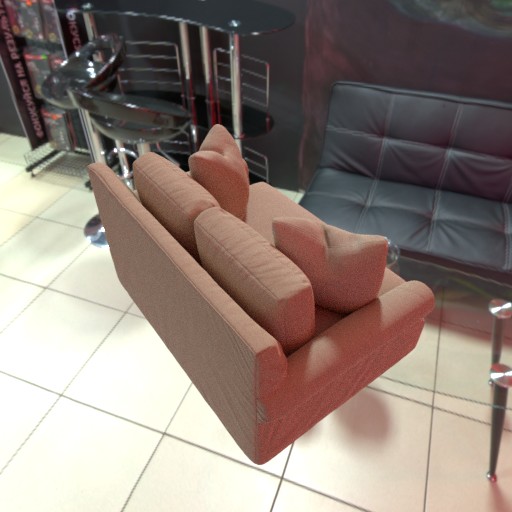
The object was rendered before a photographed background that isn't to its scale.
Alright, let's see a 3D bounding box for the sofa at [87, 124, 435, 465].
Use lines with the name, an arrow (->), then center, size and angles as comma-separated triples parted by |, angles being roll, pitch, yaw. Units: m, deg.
sofa -> 0.000, 0.000, 2.235 | 1.070, 0.905, 1.550 | -26, 48, -27
